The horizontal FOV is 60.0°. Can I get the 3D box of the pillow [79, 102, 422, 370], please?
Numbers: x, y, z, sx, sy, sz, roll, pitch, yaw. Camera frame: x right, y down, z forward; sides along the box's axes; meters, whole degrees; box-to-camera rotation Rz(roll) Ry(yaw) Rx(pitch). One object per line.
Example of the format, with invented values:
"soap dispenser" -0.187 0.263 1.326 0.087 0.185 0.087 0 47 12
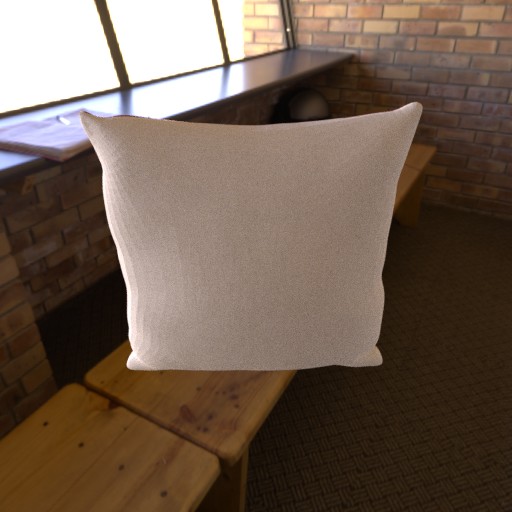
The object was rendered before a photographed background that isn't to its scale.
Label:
"pillow" 0.000 0.000 0.662 0.440 0.441 0.182 -1 31 -2
